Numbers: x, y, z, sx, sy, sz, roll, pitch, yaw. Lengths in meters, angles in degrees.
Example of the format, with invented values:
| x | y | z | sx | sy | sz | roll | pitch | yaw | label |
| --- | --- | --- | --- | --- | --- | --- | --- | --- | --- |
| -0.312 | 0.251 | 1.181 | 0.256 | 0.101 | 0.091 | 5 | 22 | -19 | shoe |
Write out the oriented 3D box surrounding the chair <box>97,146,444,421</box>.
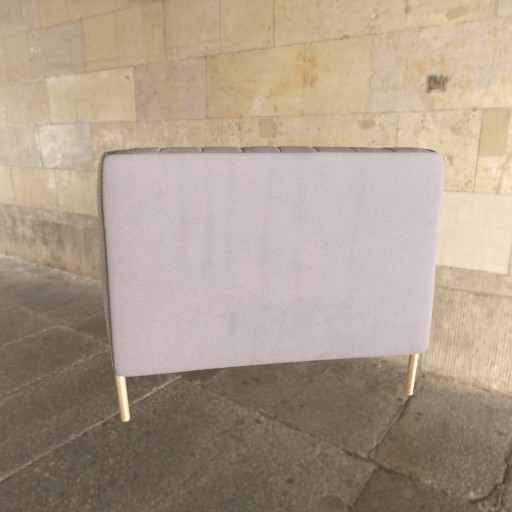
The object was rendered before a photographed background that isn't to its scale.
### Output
| x | y | z | sx | sy | sz | roll | pitch | yaw | label |
| --- | --- | --- | --- | --- | --- | --- | --- | --- | --- |
| 0.000 | 0.000 | 1.611 | 0.981 | 0.779 | 0.873 | -2 | 14 | -9 | chair |
